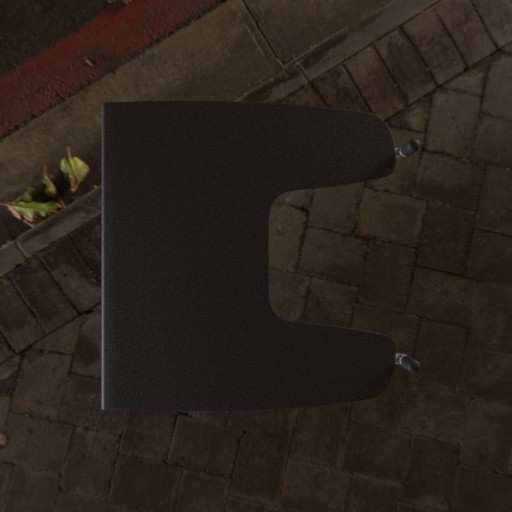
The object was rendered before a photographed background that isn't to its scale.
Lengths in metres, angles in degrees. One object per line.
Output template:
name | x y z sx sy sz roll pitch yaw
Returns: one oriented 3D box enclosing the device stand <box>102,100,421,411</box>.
device stand | 0.000 0.000 0.354 0.230 0.092 0.230 0 90 -1
